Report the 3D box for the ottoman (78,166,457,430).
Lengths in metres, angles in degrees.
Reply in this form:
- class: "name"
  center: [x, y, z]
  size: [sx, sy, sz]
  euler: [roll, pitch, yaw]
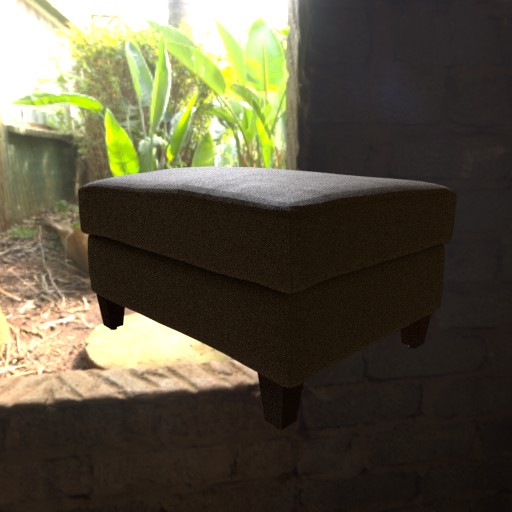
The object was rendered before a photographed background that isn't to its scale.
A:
- class: "ottoman"
  center: [0.000, 0.000, 1.302]
  size: [0.692, 0.511, 0.889]
  euler: [-12, 17, -43]
